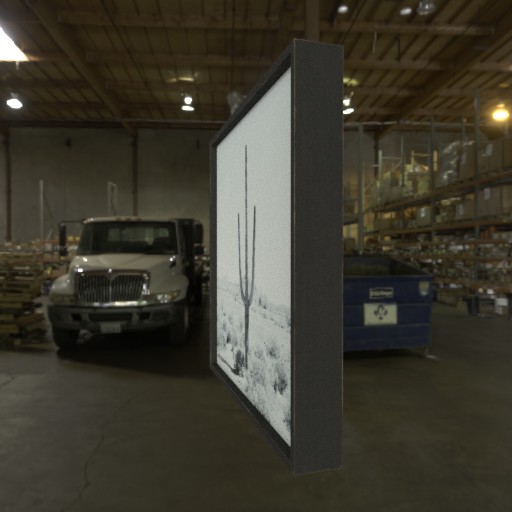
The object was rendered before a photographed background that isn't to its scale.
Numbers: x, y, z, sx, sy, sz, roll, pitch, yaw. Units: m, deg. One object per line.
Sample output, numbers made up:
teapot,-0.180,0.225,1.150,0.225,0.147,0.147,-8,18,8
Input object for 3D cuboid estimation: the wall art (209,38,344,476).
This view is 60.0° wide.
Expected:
wall art,0.000,0.000,0.460,0.038,0.305,0.305,0,1,-17
